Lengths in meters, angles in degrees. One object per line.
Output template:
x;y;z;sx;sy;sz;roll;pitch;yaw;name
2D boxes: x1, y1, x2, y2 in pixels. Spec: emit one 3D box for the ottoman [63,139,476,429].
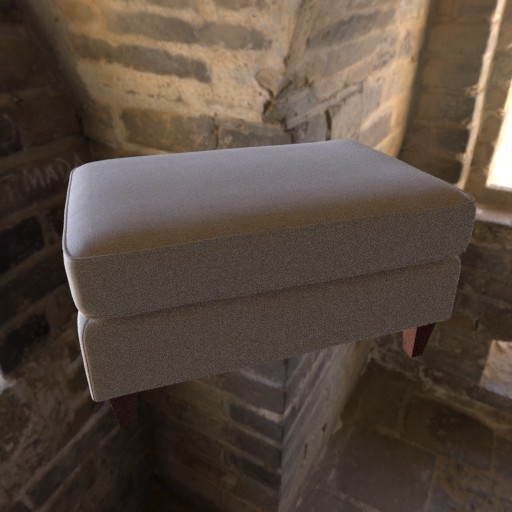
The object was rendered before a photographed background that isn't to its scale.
0.000;0.000;1.162;0.862;0.484;0.583;-9;29;-16;ottoman
